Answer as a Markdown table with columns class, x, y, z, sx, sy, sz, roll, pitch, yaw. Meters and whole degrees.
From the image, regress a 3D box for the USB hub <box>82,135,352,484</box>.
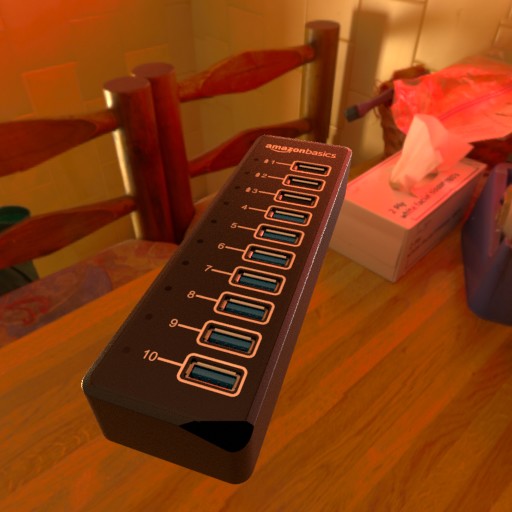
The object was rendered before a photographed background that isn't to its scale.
| class | x | y | z | sx | sy | sz | roll | pitch | yaw |
| --- | --- | --- | --- | --- | --- | --- | --- | --- | --- |
| USB hub | 0.000 | 0.000 | 0.160 | 0.044 | 0.023 | 0.145 | 12 | 43 | 14 |
